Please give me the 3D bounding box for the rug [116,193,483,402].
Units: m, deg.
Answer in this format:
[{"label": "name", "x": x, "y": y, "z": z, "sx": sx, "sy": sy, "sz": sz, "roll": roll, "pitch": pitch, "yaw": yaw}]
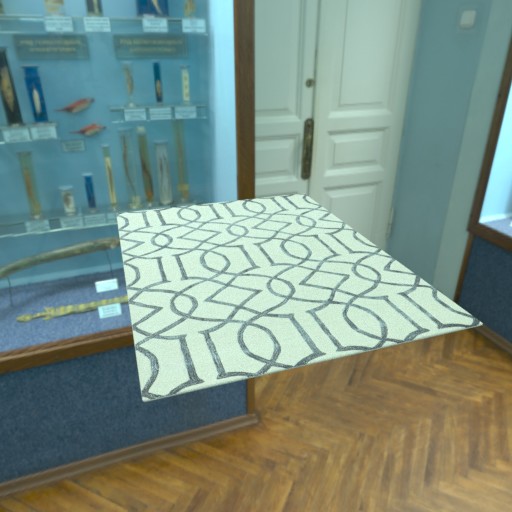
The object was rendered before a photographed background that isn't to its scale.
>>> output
[{"label": "rug", "x": 0.000, "y": 0.000, "z": 3.859, "sx": 2.211, "sy": 0.021, "sz": 2.910, "roll": -8, "pitch": 27, "yaw": -16}]
